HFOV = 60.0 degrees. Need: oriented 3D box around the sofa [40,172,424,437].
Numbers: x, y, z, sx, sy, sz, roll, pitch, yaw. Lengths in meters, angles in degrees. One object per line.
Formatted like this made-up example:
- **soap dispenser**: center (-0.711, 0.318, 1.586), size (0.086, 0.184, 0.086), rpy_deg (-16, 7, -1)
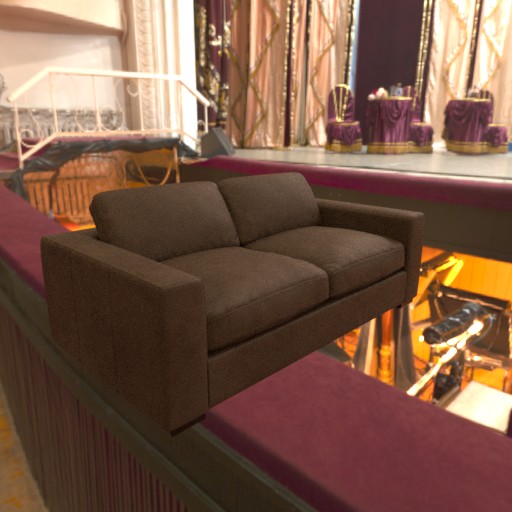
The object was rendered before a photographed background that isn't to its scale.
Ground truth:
- **sofa**: center (0.000, 0.000, 2.458), size (1.920, 0.800, 1.070), rpy_deg (-15, 22, -43)
